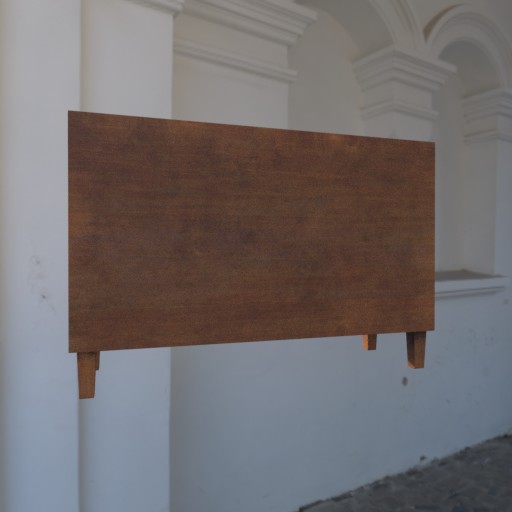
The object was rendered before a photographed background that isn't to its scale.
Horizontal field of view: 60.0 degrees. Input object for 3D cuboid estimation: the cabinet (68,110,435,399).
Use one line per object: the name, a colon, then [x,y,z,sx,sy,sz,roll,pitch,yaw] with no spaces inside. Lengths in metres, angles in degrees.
cabinet: [0.000,0.000,1.587,1.204,0.805,0.403,0,0,-17]
